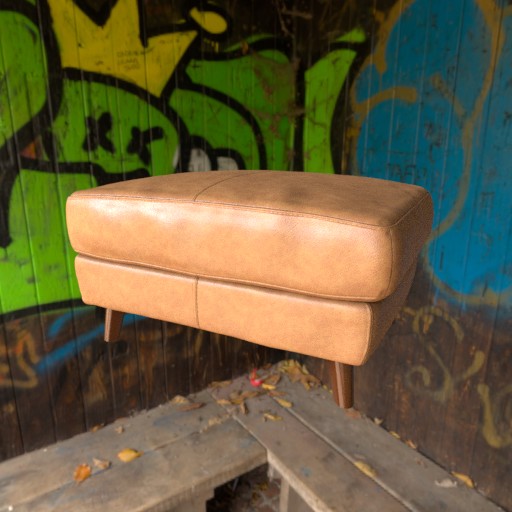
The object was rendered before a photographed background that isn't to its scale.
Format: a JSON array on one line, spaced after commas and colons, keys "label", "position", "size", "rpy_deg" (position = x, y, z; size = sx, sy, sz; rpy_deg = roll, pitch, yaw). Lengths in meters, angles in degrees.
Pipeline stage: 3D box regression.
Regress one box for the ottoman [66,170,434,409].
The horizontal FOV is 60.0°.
[{"label": "ottoman", "position": [0.000, 0.000, 1.248], "size": [0.869, 0.461, 0.630], "rpy_deg": [8, 18, 26]}]
